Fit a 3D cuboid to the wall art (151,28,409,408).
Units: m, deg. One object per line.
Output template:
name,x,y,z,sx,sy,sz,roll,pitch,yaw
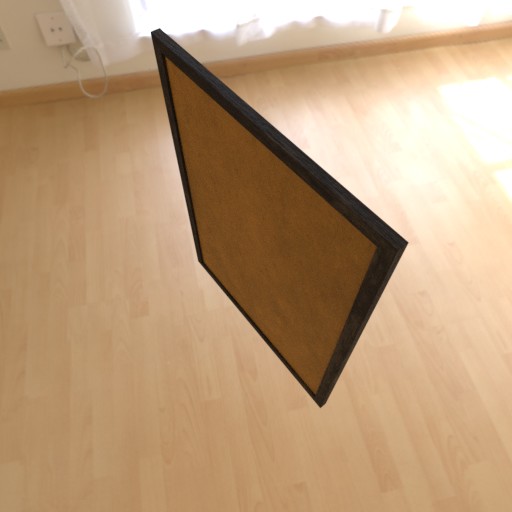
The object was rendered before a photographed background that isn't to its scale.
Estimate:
wall art,0.000,0.000,1.370,0.029,1.066,0.812,-33,63,-19
